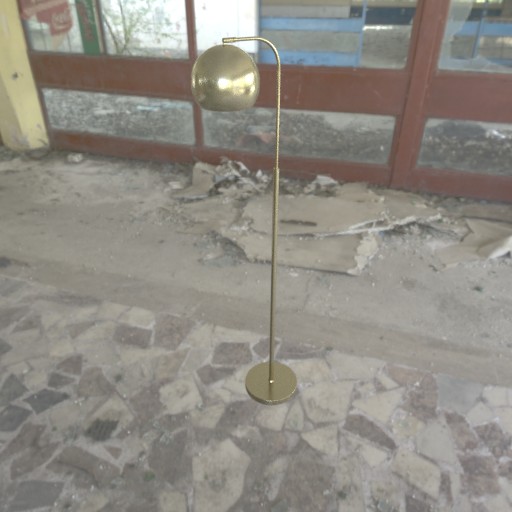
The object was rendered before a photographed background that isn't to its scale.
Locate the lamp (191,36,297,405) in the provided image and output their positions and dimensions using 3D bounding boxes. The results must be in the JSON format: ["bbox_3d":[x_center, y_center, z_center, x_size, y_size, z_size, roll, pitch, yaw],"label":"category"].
[{"bbox_3d":[0.000,0.000,1.709,0.431,1.526,0.250,-21,37,-30],"label":"lamp"}]
